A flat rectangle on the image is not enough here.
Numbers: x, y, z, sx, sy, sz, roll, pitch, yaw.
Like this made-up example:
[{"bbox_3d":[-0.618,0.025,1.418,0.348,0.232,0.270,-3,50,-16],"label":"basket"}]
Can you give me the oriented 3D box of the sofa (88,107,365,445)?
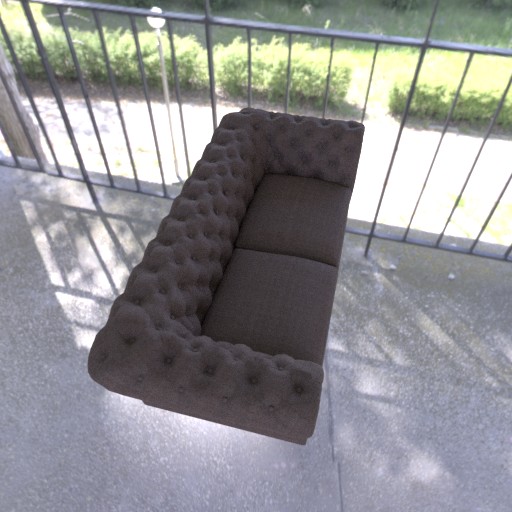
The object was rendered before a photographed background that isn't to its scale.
[{"bbox_3d":[0.000,0.000,2.490,0.944,0.780,2.048,11,48,10],"label":"sofa"}]
